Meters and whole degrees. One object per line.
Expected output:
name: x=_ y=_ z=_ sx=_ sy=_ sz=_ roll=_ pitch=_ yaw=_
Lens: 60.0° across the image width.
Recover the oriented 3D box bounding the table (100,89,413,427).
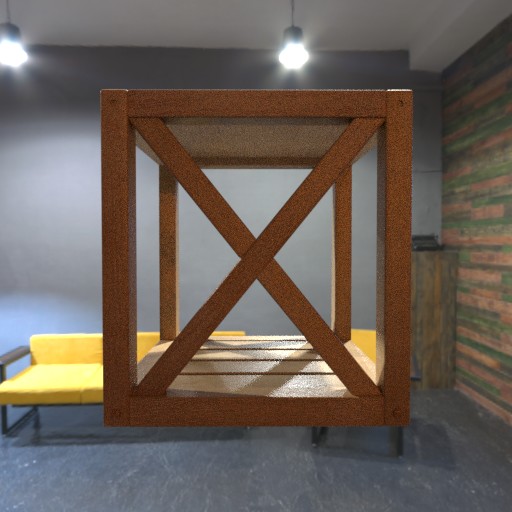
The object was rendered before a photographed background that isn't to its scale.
table: x=0.000 y=0.000 z=1.070 sx=0.559 sy=0.610 sz=0.558 roll=0 pitch=1 yaw=0
